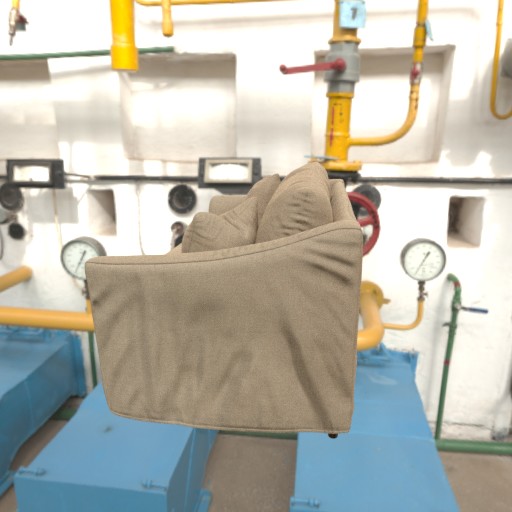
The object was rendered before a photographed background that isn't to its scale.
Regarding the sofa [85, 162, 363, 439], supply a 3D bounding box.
[{"bbox_3d":[0.000,0.000,2.599,1.072,1.018,2.010,2,15,9],"label":"sofa"}]
